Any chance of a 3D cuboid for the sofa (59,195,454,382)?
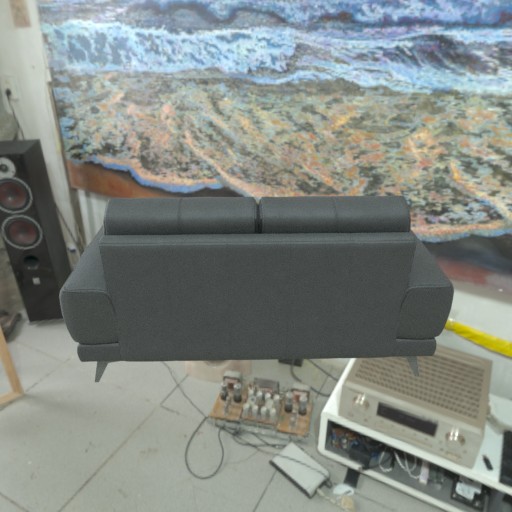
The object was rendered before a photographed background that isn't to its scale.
[{"bbox_3d":[0.000,0.000,2.428,1.806,0.907,1.018,-1,28,-1],"label":"sofa"}]
